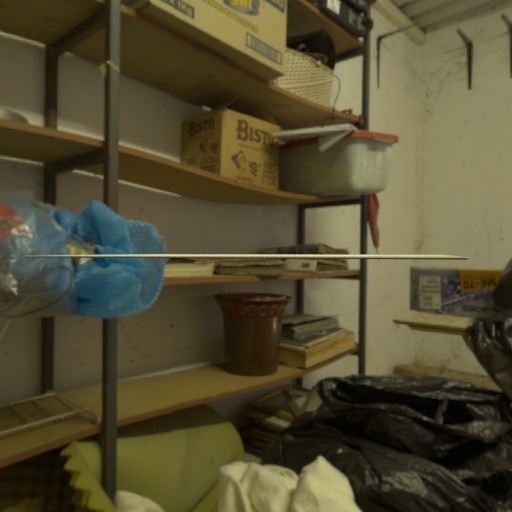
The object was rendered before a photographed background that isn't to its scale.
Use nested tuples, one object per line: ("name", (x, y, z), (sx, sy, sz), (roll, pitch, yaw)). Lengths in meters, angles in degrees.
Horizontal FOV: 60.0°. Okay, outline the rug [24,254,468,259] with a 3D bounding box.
("rug", (0.000, 0.000, 2.992), (2.438, 0.012, 1.524), (0, 1, 20))
